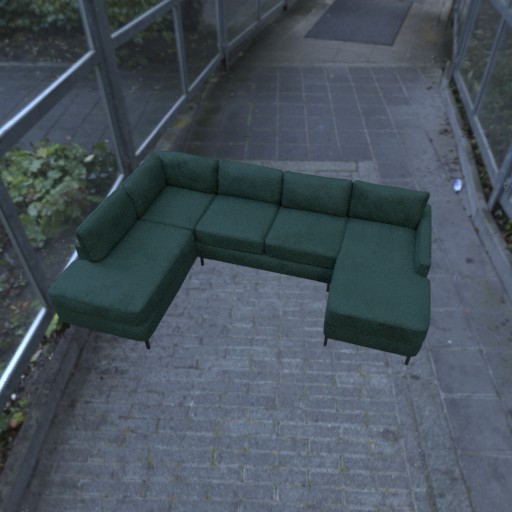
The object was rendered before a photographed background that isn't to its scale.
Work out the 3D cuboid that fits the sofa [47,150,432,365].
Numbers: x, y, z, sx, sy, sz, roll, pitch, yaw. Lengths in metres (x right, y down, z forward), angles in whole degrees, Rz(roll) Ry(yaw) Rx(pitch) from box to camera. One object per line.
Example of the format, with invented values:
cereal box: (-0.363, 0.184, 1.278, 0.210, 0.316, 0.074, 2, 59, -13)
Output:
sofa: (0.000, 0.000, 3.979, 2.994, 0.861, 1.992, 11, 43, 12)
